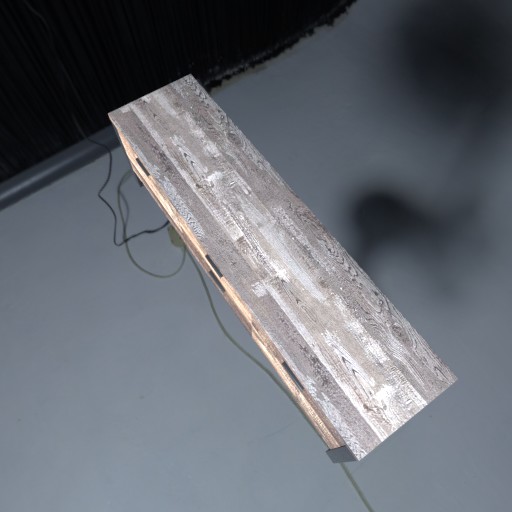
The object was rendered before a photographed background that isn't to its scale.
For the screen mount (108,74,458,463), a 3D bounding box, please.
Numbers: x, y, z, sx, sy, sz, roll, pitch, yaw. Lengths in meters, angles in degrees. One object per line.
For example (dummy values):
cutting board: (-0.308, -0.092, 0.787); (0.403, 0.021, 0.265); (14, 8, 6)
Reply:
screen mount: (0.000, 0.000, 1.734); (0.395, 0.450, 1.524); (-32, 68, -14)
